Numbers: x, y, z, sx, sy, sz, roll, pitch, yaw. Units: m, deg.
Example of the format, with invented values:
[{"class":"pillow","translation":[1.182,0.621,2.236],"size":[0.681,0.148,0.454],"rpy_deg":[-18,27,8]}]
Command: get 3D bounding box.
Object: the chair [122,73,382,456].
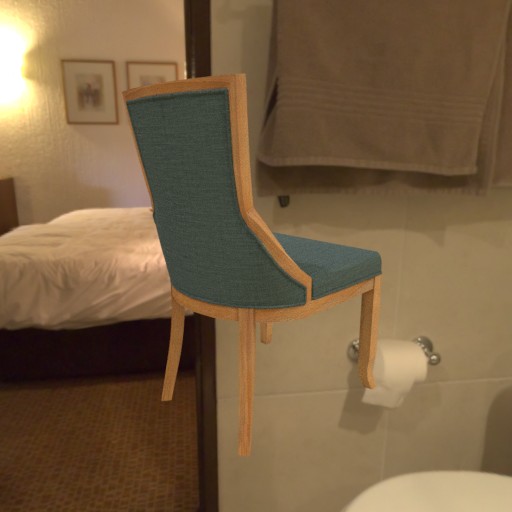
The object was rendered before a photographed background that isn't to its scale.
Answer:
[{"class":"chair","translation":[0.000,0.000,1.359],"size":[0.524,0.947,0.641],"rpy_deg":[14,20,43]}]
